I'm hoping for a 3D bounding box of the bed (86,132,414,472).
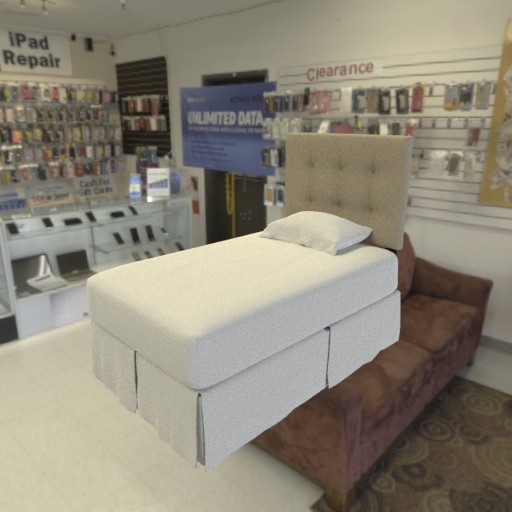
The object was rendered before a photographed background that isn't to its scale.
[{"bbox_3d":[0.000,0.000,3.032,1.997,1.571,1.261,-16,23,-42],"label":"bed"}]
